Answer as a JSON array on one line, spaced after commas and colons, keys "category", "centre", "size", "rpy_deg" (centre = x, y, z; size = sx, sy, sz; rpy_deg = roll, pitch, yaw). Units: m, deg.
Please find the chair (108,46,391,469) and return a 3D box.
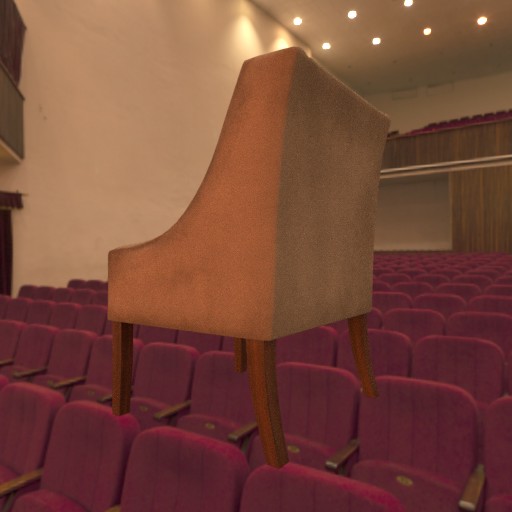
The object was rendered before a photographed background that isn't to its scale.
[{"category": "chair", "centre": [0.000, 0.000, 1.335], "size": [0.629, 0.895, 0.629], "rpy_deg": [0, 0, 35]}]
